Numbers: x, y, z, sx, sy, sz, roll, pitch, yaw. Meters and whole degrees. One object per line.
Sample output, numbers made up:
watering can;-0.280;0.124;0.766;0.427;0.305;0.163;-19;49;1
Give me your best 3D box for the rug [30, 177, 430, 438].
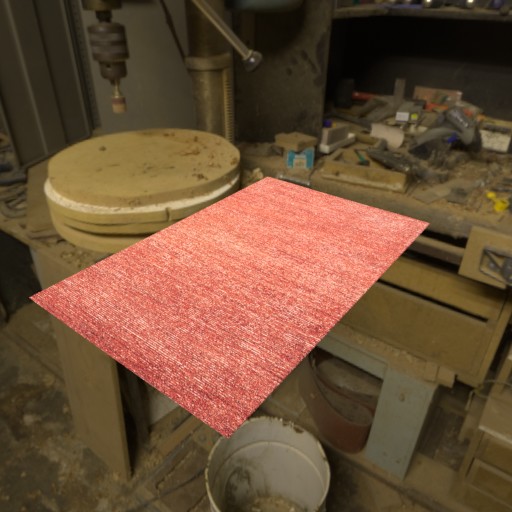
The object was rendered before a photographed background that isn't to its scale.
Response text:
rug;0.000;0.000;2.215;1.139;0.011;1.747;22;38;31
